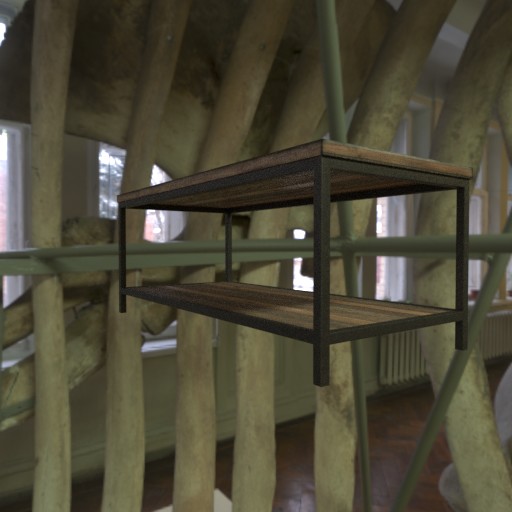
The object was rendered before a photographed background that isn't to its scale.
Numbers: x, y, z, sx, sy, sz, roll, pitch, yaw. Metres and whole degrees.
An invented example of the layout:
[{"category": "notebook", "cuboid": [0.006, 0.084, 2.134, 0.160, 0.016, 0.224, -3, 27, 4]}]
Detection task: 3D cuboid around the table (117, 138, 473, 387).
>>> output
[{"category": "table", "cuboid": [0.000, 0.000, 1.240, 0.452, 0.399, 0.990, -1, 2, -36]}]
